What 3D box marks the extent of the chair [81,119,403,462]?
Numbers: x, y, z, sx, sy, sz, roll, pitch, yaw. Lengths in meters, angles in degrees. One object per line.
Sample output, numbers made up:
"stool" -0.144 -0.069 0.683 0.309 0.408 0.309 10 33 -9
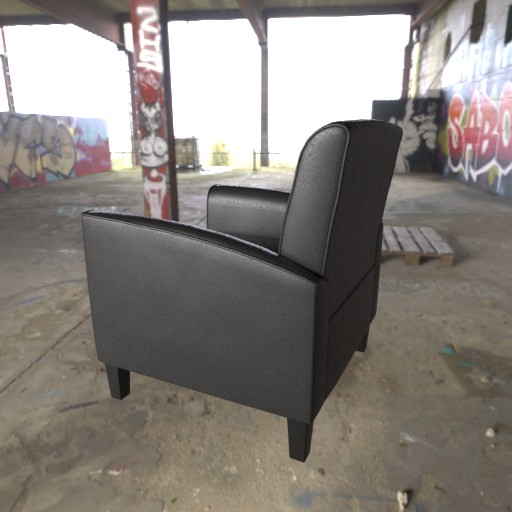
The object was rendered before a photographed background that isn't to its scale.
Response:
"chair" 0.000 0.000 1.566 0.819 0.916 0.820 8 18 25
